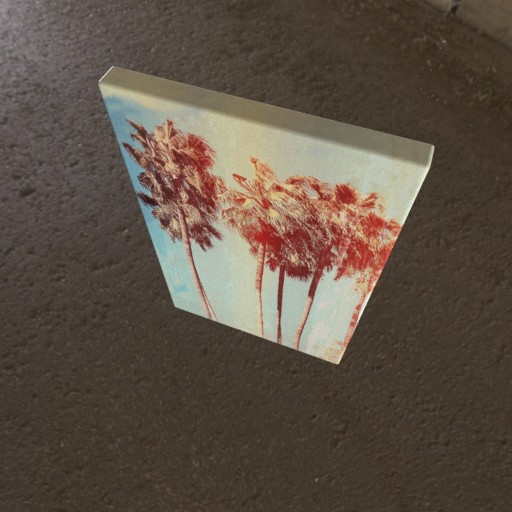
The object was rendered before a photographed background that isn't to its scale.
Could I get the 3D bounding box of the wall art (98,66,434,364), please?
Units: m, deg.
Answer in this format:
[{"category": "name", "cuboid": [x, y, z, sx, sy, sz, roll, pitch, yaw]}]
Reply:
[{"category": "wall art", "cuboid": [0.000, 0.000, 0.765, 0.401, 0.610, 0.038, 18, 59, 11]}]
